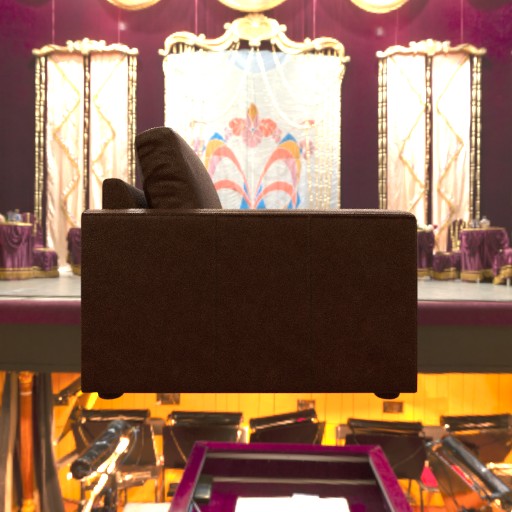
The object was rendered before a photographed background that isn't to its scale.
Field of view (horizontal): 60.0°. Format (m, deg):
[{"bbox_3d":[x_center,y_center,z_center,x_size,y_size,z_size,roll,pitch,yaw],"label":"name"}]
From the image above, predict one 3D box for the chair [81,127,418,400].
[{"bbox_3d":[0.000,0.000,1.770,1.016,0.873,1.005,0,0,0],"label":"chair"}]
